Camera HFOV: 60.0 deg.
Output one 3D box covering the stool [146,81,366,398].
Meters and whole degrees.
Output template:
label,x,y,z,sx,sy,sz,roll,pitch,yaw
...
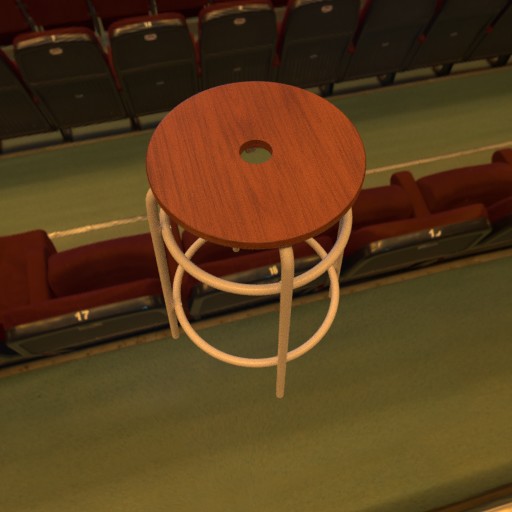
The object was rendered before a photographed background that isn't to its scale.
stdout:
label,x,y,z,sx,sy,sz,roll,pitch,yaw
stool,0.000,0.000,0.936,0.455,0.610,0.455,-13,59,-8
